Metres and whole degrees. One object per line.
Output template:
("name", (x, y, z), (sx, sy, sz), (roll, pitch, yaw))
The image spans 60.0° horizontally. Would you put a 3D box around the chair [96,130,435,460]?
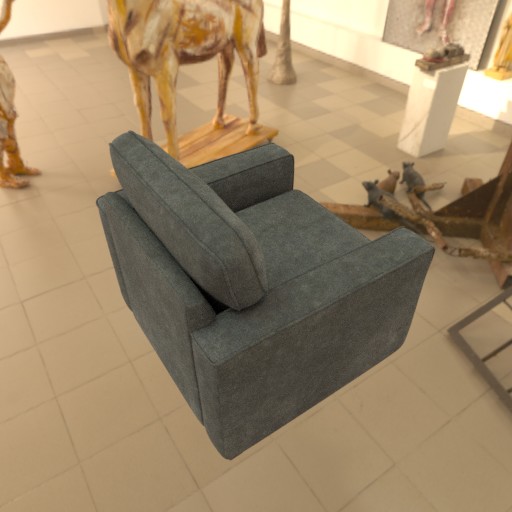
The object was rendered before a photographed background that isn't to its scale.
("chair", (0.000, 0.000, 1.807), (0.939, 0.965, 1.015), (-24, 46, -25))
